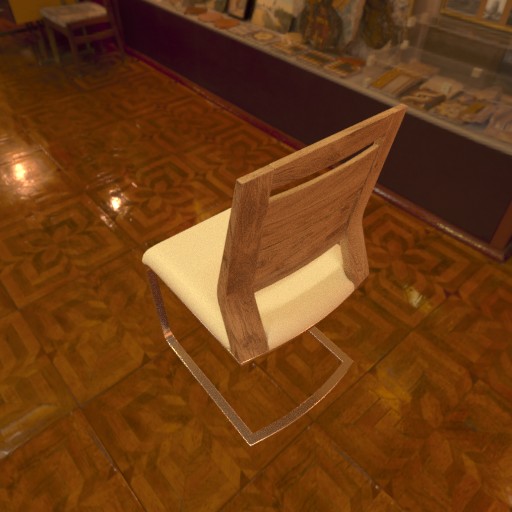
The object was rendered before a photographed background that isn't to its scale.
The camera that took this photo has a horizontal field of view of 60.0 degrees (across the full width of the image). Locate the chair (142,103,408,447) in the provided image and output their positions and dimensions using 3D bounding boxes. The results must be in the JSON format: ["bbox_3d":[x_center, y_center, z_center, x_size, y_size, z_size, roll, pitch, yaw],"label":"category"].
[{"bbox_3d":[0.000,0.000,1.230,0.457,0.955,0.561,-30,52,-27],"label":"chair"}]
